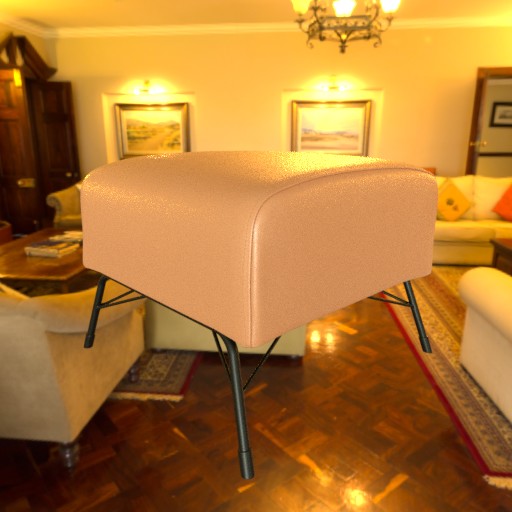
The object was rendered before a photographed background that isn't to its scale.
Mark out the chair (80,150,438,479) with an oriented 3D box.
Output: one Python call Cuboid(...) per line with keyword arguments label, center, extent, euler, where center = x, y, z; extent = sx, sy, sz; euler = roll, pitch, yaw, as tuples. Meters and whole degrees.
Cuboid(label="chair", center=(0.000, 0.000, 0.890), extent=(0.530, 0.410, 0.530), euler=(-14, 21, -41))
